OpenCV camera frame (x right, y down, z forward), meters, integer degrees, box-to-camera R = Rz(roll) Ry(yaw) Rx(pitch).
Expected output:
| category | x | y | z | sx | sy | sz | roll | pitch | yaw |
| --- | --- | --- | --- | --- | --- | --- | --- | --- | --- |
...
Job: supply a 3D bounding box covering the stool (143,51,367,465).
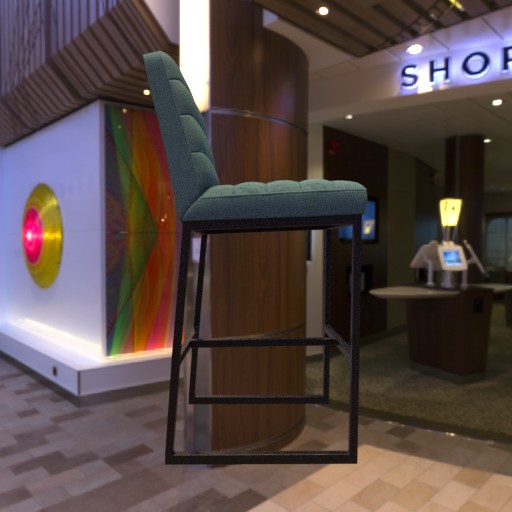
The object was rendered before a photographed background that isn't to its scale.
| category | x | y | z | sx | sy | sz | roll | pitch | yaw |
| --- | --- | --- | --- | --- | --- | --- | --- | --- | --- |
| stool | 0.000 | 0.000 | 1.321 | 0.560 | 1.040 | 0.460 | 0 | 2 | -1 |
